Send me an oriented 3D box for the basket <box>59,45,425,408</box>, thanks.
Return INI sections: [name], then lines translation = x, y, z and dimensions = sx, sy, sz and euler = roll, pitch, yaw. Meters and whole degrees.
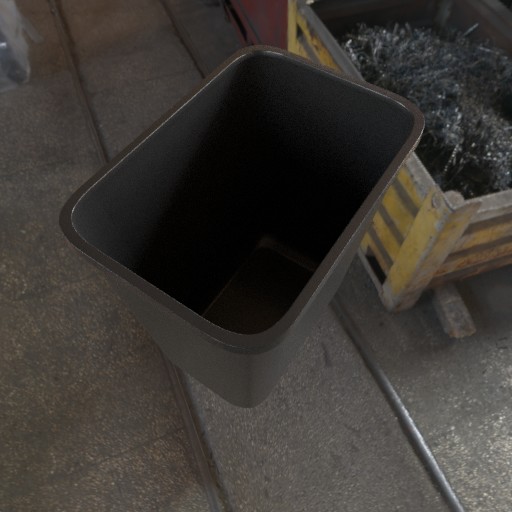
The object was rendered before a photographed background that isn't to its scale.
[basket]
translation = 0.000, 0.000, 0.510
dimensions = 0.211, 0.307, 0.300
euler = 30, 63, 17
